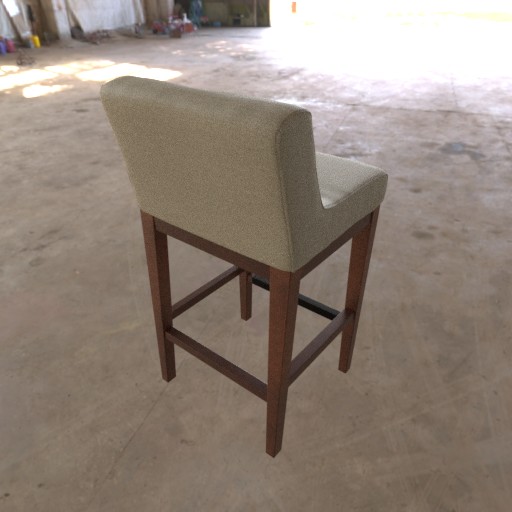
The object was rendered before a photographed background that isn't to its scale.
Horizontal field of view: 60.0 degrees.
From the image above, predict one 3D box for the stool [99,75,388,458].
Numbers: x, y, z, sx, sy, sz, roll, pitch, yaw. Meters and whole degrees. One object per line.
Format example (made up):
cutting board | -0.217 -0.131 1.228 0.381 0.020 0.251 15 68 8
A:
stool | 0.000 0.000 1.223 0.511 0.937 0.500 23 38 32
